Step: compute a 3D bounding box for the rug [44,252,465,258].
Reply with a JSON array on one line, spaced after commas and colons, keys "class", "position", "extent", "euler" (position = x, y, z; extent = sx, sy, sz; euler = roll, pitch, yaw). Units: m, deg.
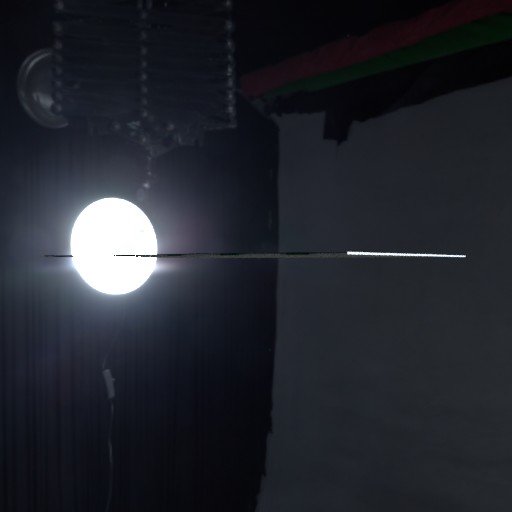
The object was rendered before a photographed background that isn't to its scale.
[{"class": "rug", "position": [0.000, 0.000, 4.081], "extent": [3.041, 0.019, 2.434], "euler": [0, -1, 38]}]
